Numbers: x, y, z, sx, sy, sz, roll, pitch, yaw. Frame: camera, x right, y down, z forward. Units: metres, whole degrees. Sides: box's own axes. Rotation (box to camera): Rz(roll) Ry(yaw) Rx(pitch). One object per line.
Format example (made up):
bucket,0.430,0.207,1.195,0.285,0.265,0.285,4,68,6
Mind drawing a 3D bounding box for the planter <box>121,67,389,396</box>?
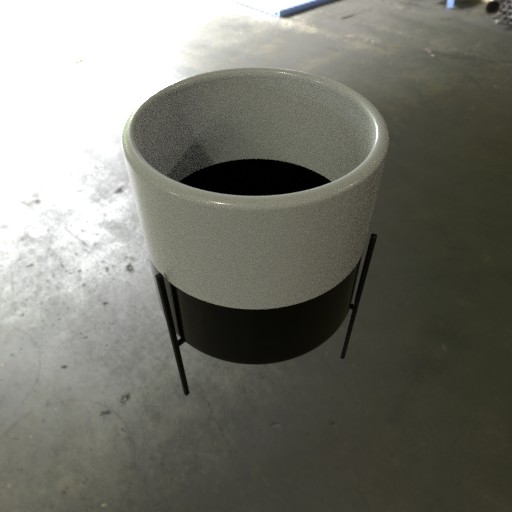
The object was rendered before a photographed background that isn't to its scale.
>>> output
planter,0.000,0.000,0.654,0.310,0.432,0.310,23,50,21
